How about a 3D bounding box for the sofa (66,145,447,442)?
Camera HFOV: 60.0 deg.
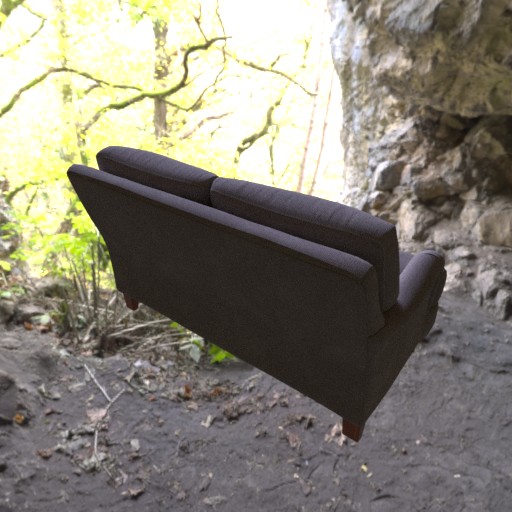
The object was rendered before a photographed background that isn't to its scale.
[{"bbox_3d":[0.000,0.000,2.485,1.853,1.101,1.084,21,36,33],"label":"sofa"}]
